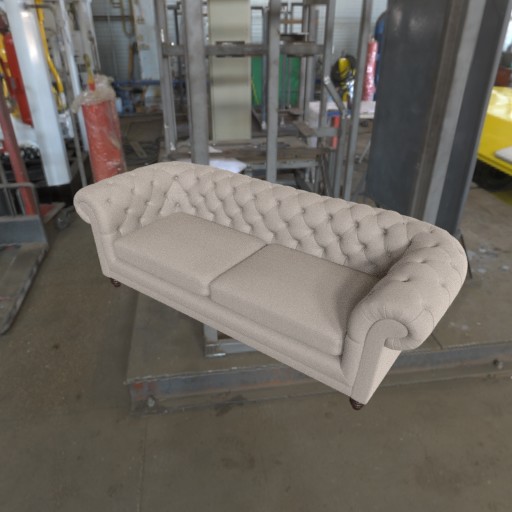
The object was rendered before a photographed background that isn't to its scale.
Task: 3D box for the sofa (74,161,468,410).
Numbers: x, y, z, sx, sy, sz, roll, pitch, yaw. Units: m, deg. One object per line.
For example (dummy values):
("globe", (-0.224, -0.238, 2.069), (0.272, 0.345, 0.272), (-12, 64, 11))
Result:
("sofa", (0.000, 0.000, 2.846), (2.411, 0.749, 0.991), (20, 35, 31))
